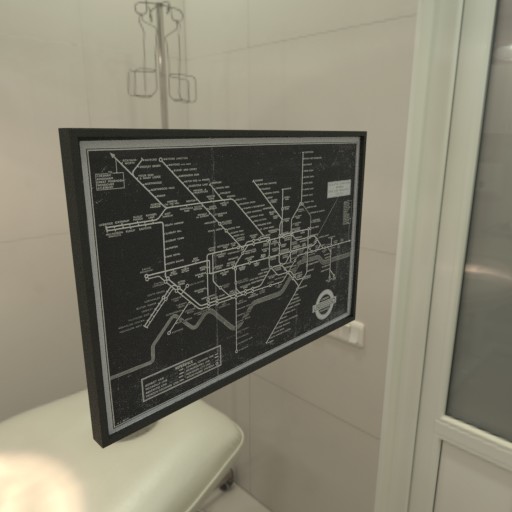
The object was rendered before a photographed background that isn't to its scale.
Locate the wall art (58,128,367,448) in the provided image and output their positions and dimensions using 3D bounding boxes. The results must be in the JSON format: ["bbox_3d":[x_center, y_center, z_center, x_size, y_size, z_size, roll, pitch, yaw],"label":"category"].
[{"bbox_3d":[0.000,0.000,0.551,0.443,0.301,0.021,-15,21,-43],"label":"wall art"}]
